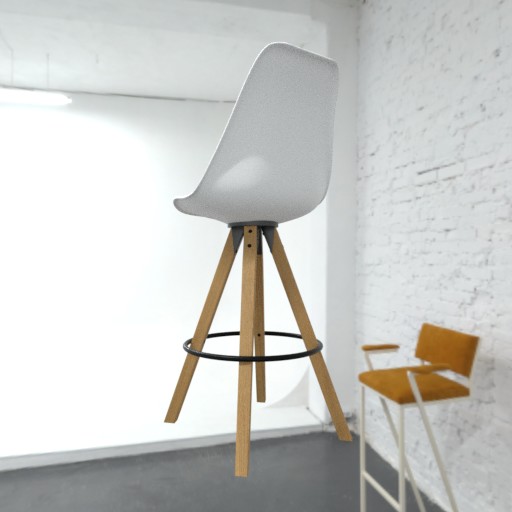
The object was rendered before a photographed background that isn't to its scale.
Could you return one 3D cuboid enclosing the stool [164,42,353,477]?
[{"bbox_3d":[0.000,0.000,1.415,0.482,1.115,0.549,0,-1,-35],"label":"stool"}]
